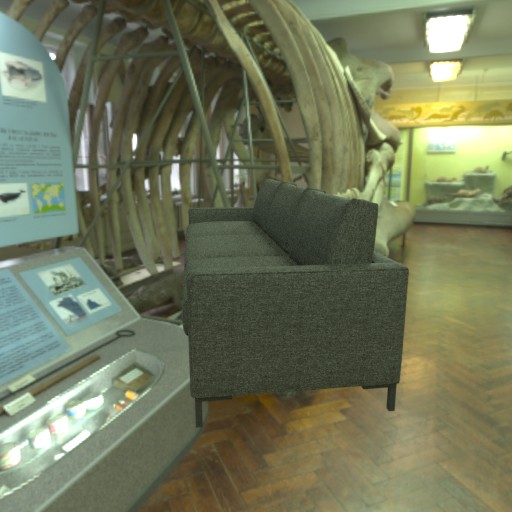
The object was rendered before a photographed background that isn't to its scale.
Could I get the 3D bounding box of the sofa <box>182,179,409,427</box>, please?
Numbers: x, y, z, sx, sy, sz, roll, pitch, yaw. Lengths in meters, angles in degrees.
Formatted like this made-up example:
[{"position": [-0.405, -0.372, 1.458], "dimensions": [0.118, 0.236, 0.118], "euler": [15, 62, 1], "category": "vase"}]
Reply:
[{"position": [0.000, 0.000, 2.746], "dimensions": [0.876, 0.879, 2.253], "euler": [-2, 12, -8], "category": "sofa"}]
